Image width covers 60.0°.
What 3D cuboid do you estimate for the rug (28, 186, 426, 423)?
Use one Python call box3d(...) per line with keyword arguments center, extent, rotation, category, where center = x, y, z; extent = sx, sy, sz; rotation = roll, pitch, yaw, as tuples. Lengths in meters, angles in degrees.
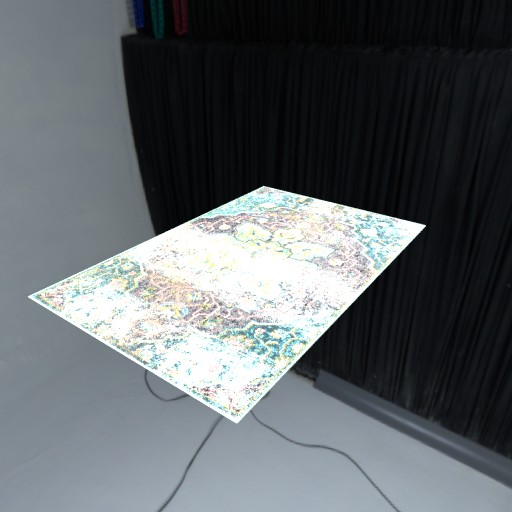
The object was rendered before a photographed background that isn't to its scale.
box3d(center=(0.000, 0.000, 2.972), extent=(1.566, 0.004, 2.363), rotation=(20, 34, 32), category="rug")
